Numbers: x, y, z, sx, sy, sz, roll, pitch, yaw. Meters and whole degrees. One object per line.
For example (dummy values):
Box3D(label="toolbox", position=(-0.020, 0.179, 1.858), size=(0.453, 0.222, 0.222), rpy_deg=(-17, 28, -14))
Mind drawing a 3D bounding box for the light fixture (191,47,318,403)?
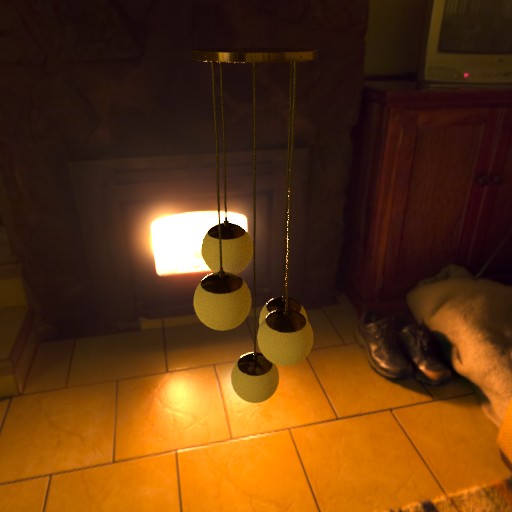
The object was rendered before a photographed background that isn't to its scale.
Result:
Box3D(label="light fixture", position=(0.000, 0.000, 1.504), size=(0.484, 1.271, 0.489), rpy_deg=(-16, 31, -29))
